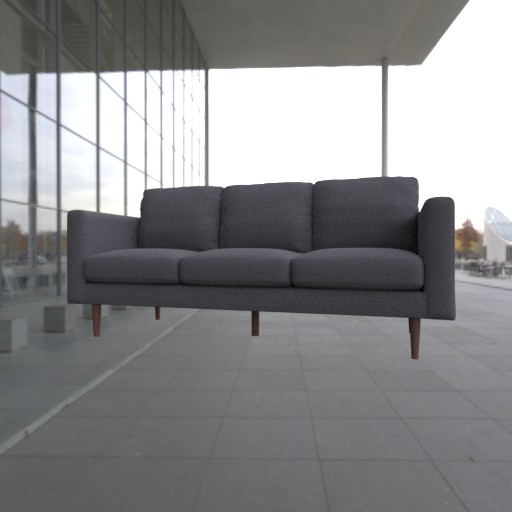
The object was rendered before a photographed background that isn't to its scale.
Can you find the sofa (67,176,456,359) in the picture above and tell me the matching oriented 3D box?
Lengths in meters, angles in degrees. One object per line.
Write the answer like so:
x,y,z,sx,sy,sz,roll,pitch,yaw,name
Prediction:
0.000,0.000,2.541,2.029,0.912,0.802,0,0,18,sofa
